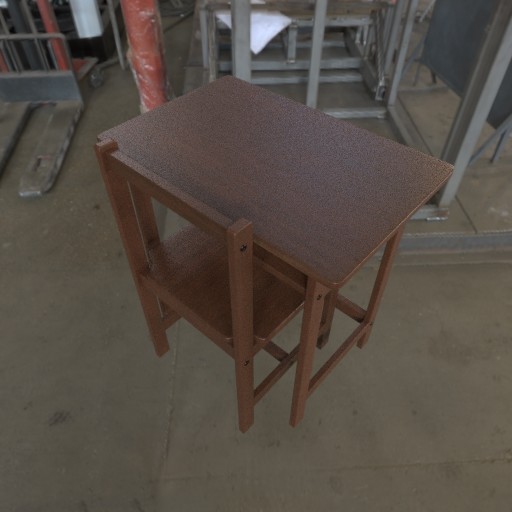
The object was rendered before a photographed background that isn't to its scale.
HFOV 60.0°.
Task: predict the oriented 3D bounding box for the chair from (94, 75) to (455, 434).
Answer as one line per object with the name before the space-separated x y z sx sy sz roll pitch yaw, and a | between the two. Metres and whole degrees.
chair | 0.000 0.000 1.042 0.599 0.673 0.463 33 54 28
